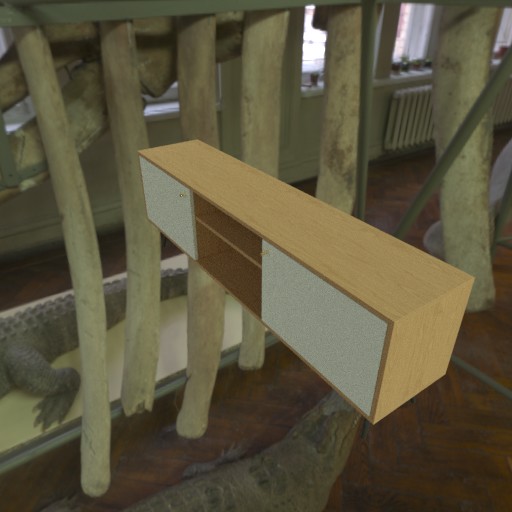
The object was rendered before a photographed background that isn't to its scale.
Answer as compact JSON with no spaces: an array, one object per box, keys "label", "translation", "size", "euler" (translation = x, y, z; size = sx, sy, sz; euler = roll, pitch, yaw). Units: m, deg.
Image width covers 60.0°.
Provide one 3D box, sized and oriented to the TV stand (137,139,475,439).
[{"label":"TV stand","translation":[0.000,0.000,2.022],"size":[0.400,0.580,1.760],"euler":[-20,36,-29]}]
